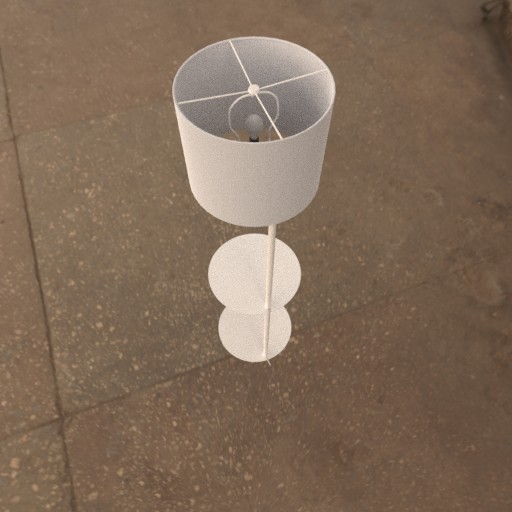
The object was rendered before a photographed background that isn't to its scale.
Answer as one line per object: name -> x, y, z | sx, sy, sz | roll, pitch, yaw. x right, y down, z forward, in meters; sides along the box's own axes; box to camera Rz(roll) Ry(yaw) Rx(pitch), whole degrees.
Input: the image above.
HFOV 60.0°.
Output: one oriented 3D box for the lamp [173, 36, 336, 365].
lamp -> 0.000, 0.000, 1.633 | 0.372, 1.465, 0.405 | -17, 60, -10
